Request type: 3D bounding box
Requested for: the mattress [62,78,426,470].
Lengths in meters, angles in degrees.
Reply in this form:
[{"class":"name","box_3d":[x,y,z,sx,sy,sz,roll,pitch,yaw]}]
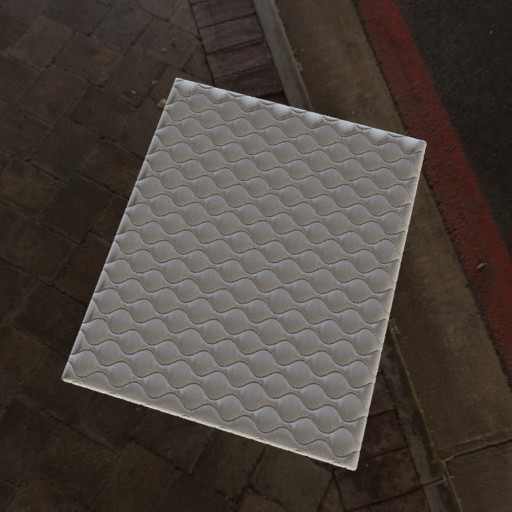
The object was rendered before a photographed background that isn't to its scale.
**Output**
[{"class":"mattress","box_3d":[0.000,0.000,2.562,1.600,0.200,1.900,16,76,4]}]
